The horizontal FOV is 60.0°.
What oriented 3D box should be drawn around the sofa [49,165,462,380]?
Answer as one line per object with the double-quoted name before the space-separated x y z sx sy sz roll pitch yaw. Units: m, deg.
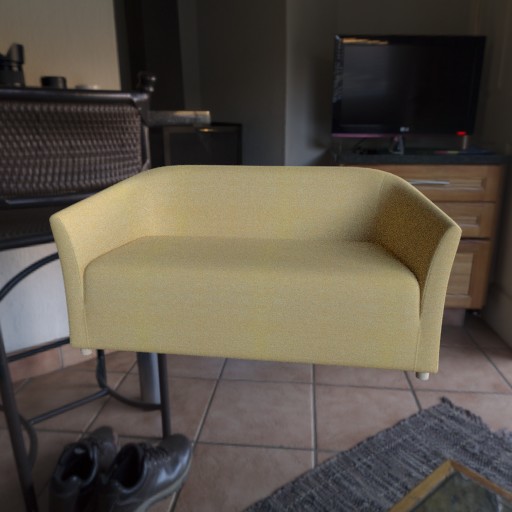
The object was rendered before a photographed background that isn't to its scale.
"sofa" 0.000 0.000 1.919 1.452 0.721 0.705 2 16 8
